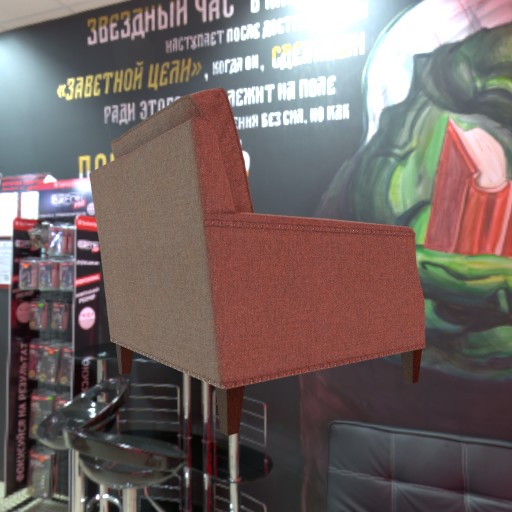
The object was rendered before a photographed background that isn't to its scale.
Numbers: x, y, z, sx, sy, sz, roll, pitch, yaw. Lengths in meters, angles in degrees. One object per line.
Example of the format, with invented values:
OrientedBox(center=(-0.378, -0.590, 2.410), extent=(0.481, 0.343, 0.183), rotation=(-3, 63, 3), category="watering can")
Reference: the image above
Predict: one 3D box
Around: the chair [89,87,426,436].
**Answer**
OrientedBox(center=(0.000, 0.000, 1.705), extent=(1.014, 0.943, 0.853), rotation=(0, -1, -37), category="chair")
